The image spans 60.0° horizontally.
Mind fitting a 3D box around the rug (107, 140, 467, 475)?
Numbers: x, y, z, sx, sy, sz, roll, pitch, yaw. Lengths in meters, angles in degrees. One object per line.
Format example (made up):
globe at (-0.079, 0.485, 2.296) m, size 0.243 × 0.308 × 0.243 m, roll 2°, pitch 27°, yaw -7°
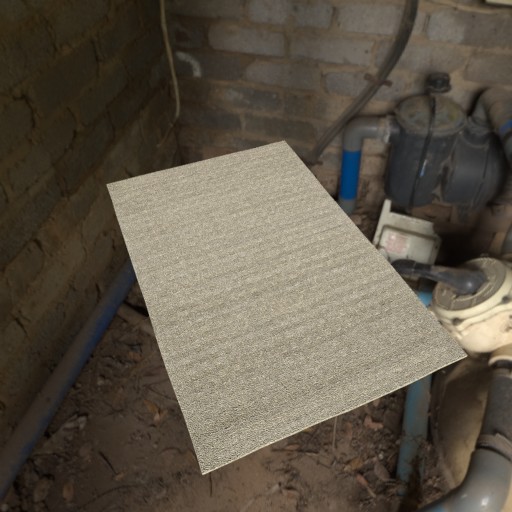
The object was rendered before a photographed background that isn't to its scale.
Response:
rug at (0.000, 0.000, 2.924) m, size 1.532 × 0.018 × 2.297 m, roll -18°, pitch 50°, yaw -16°
